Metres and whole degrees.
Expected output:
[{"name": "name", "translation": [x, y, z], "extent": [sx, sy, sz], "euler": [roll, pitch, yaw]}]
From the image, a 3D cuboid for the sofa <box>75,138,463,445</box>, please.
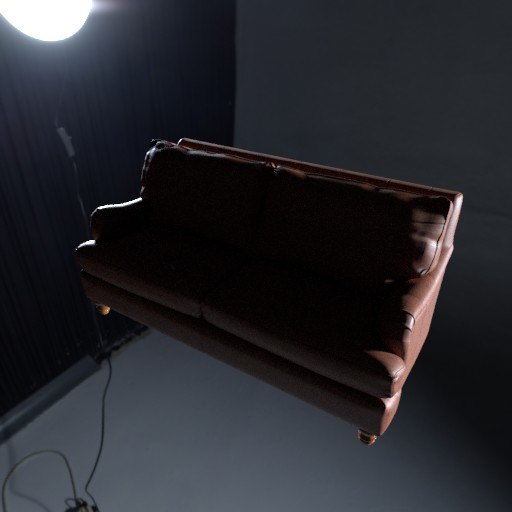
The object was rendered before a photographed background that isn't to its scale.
[{"name": "sofa", "translation": [0.000, 0.000, 2.761], "extent": [2.144, 1.071, 1.147], "euler": [18, 35, 28]}]
